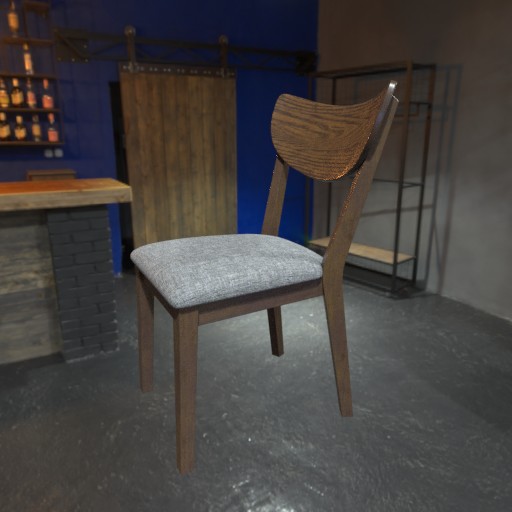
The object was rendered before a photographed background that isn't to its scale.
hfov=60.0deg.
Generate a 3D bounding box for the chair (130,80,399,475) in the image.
[{"bbox_3d":[0.000,0.000,1.173,0.583,0.849,0.491,-8,18,-26],"label":"chair"}]
